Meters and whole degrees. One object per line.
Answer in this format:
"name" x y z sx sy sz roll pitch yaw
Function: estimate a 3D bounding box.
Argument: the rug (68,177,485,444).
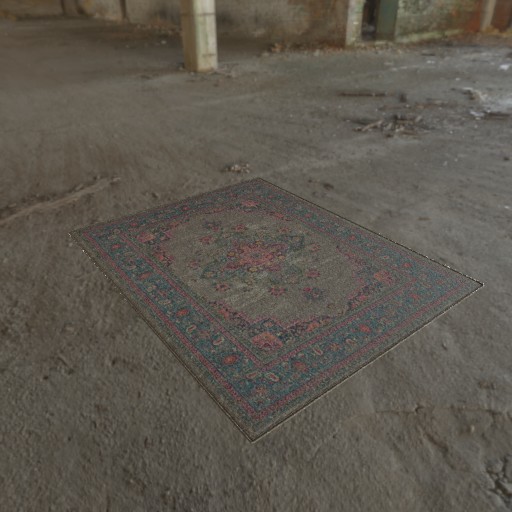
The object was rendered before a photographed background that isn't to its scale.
"rug" 0.000 0.000 4.056 2.434 0.013 3.057 -22 38 -32
